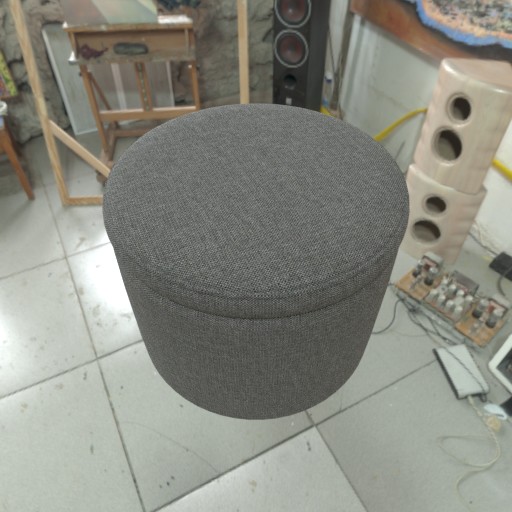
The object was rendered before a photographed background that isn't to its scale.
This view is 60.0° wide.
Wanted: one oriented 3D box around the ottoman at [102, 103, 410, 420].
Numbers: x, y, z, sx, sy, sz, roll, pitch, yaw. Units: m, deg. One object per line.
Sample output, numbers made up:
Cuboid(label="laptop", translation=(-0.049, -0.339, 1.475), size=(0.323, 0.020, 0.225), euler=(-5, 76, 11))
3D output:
Cuboid(label="ottoman", translation=(0.000, 0.000, 0.896), size=(0.520, 0.430, 0.520), euler=(0, 47, 0))
